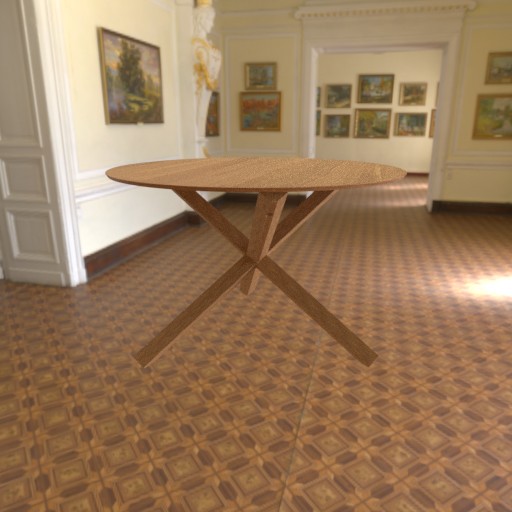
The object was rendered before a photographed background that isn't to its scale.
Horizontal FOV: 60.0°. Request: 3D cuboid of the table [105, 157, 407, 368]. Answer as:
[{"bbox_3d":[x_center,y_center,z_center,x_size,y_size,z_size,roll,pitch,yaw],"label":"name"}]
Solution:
[{"bbox_3d":[0.000,0.000,1.698,1.038,0.666,1.038,0,17,0],"label":"table"}]
